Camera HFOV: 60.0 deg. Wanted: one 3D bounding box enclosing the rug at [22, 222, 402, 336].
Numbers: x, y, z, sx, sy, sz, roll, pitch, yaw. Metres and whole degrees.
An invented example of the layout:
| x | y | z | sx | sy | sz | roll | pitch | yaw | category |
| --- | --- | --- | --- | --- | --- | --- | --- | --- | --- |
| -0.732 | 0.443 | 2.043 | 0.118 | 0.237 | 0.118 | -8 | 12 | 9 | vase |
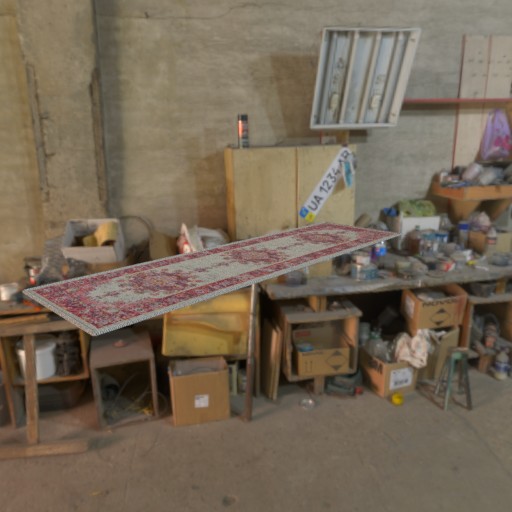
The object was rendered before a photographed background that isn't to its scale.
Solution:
| x | y | z | sx | sy | sz | roll | pitch | yaw | category |
| --- | --- | --- | --- | --- | --- | --- | --- | --- | --- |
| 0.000 | 0.000 | 2.530 | 0.666 | 0.011 | 2.294 | 14 | 20 | 42 | rug |
